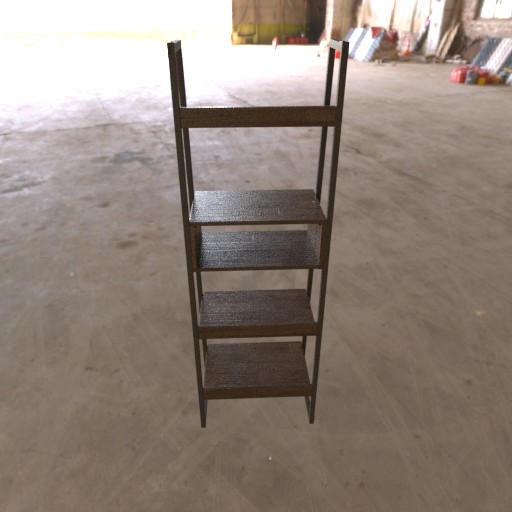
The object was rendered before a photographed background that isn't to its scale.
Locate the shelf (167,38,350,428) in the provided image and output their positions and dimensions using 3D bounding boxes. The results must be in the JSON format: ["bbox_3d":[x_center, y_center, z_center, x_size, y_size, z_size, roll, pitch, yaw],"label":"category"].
[{"bbox_3d":[0.000,0.000,2.263,0.652,2.005,0.454,-1,30,-2],"label":"shelf"}]
